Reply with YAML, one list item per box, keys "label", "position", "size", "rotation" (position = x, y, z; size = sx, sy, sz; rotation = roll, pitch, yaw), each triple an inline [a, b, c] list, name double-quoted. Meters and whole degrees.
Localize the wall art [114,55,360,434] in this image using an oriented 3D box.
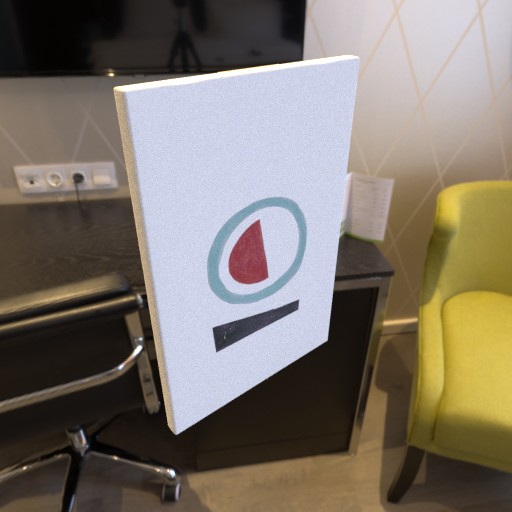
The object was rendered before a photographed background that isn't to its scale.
- label: "wall art"
  position: [0.000, 0.000, 1.146]
  size: [0.602, 0.902, 0.048]
  rotation: [-23, 39, -32]
